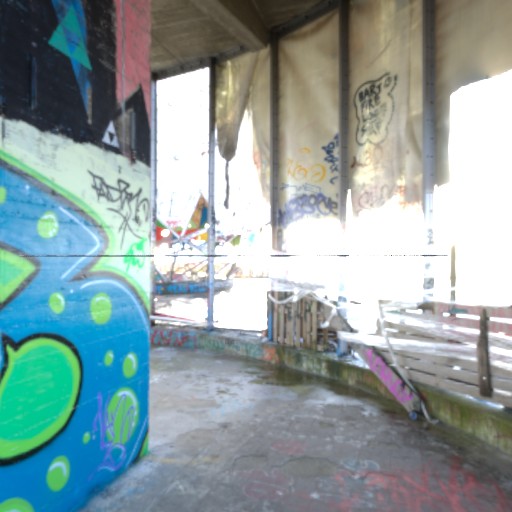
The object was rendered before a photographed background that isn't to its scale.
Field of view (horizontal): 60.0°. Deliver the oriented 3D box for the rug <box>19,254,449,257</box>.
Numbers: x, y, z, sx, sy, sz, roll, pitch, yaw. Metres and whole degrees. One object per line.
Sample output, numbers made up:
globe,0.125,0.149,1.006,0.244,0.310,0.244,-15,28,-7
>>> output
rug,0.000,0.000,4.073,3.021,0.013,2.432,0,0,17
